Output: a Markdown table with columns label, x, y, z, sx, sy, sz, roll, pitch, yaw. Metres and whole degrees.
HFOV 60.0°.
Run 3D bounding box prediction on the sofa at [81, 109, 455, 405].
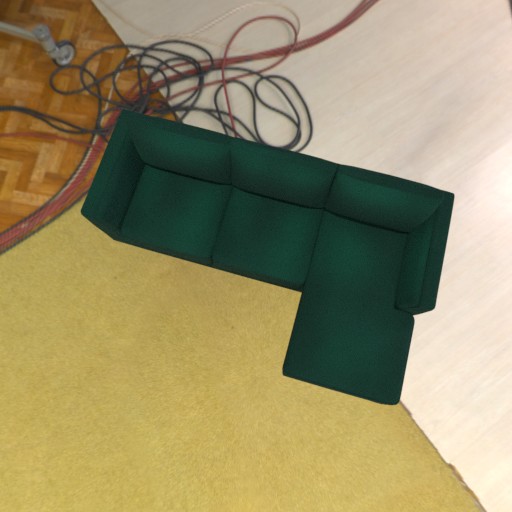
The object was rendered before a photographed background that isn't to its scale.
| label | x | y | z | sx | sy | sz | roll | pitch | yaw |
| --- | --- | --- | --- | --- | --- | --- | --- | --- | --- |
| sofa | 0.000 | 0.000 | 3.177 | 2.441 | 1.007 | 1.489 | 15 | 76 | 4 |
